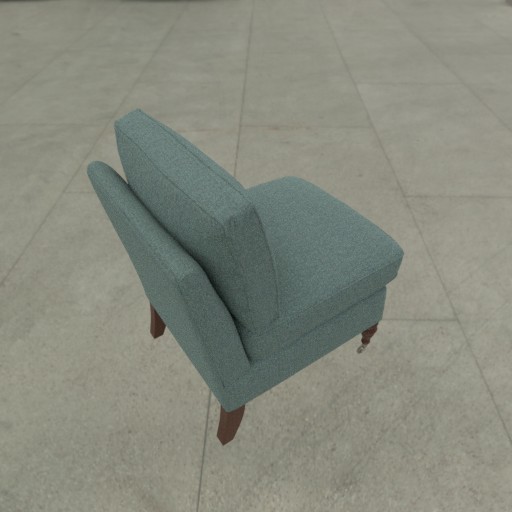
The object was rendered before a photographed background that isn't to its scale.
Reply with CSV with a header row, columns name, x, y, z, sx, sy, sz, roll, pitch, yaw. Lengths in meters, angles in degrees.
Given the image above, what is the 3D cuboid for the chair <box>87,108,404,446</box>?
name,x,y,z,sx,sy,sz,roll,pitch,yaw
chair,0.000,0.000,1.460,0.796,0.901,0.624,-24,46,-25
